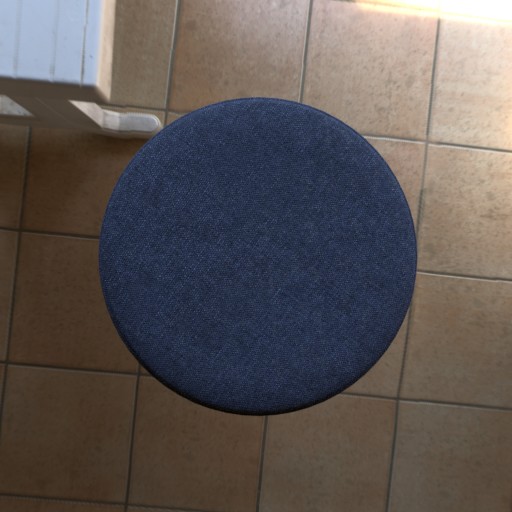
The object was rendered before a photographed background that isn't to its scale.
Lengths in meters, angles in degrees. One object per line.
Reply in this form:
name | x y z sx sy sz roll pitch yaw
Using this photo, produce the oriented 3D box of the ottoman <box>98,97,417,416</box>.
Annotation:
ottoman | 0.000 0.000 0.898 0.520 0.430 0.520 0 91 -2
